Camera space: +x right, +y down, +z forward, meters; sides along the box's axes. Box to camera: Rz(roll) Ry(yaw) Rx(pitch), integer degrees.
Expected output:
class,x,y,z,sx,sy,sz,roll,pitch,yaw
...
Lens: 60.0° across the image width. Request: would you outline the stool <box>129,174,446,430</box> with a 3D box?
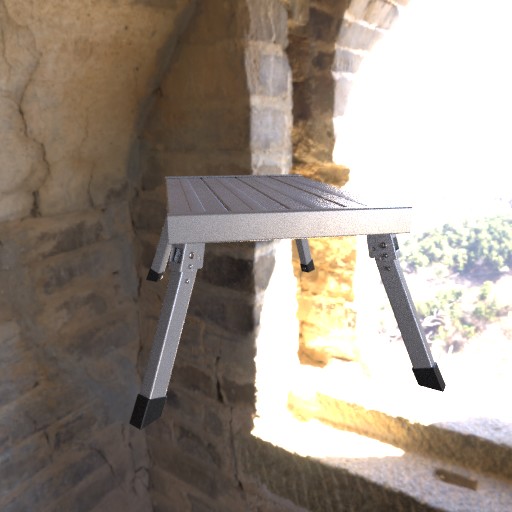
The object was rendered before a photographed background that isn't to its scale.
class,x,y,z,sx,sy,sz,roll,pitch,yaw
stool,0.000,0.000,0.732,0.385,0.225,0.535,-3,16,-11
